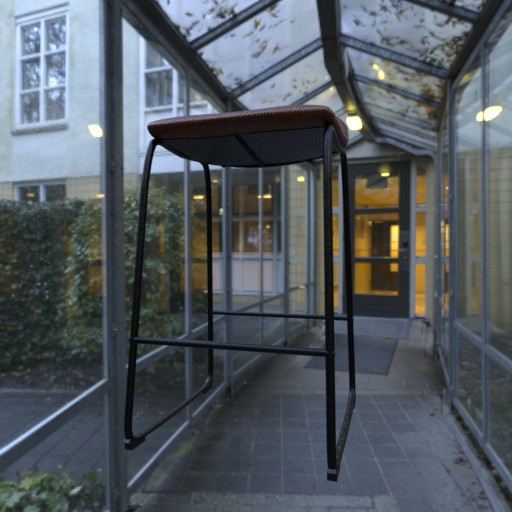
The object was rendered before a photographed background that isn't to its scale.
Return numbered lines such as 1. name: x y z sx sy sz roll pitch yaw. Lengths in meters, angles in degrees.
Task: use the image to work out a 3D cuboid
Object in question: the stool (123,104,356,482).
1. stool: 0.000 0.000 1.096 0.454 0.830 0.473 0 1 17
